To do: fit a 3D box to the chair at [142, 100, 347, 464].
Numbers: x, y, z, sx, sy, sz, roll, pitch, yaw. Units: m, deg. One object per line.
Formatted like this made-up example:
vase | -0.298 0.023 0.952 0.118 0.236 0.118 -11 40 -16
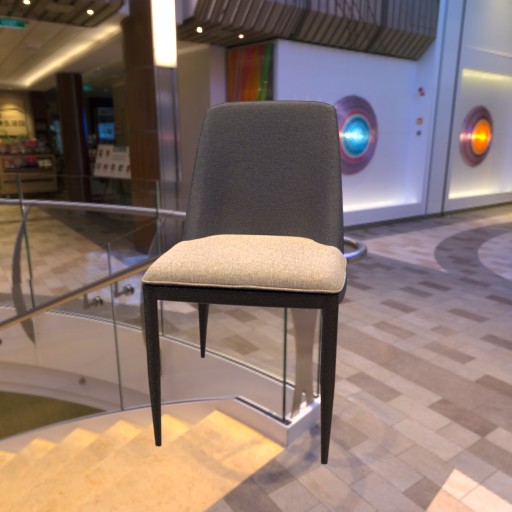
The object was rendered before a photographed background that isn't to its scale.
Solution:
chair | 0.000 0.000 1.201 0.480 0.839 0.551 2 15 9
